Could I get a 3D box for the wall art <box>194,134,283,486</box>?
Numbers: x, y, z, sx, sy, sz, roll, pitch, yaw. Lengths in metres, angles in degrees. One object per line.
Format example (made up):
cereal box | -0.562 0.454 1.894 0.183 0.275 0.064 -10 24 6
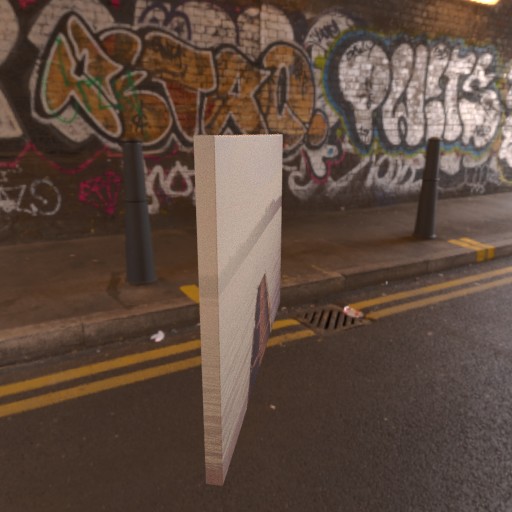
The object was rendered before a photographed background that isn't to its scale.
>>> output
wall art | 0.000 0.000 0.775 0.021 0.410 0.615 3 16 9
